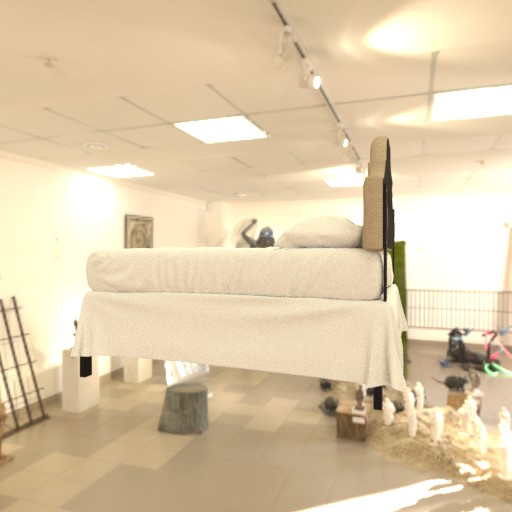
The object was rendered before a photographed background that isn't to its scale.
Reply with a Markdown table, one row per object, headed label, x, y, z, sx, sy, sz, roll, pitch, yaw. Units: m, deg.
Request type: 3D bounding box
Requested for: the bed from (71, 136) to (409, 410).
| label | x | y | z | sx | sy | sz | roll | pitch | yaw |
| --- | --- | --- | --- | --- | --- | --- | --- | --- | --- |
| bed | 0.000 | 0.000 | 3.404 | 2.222 | 1.634 | 1.780 | 0 | 0 | 19 |
